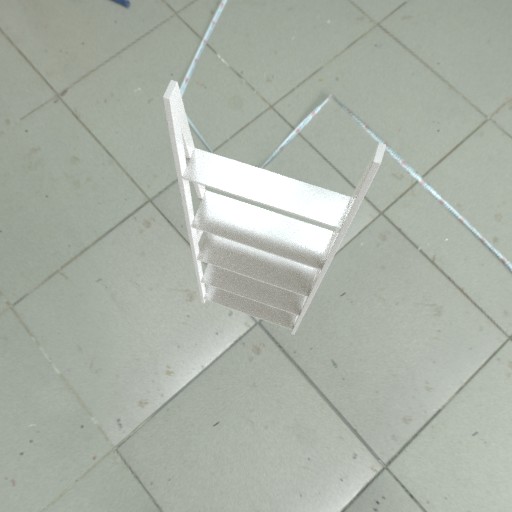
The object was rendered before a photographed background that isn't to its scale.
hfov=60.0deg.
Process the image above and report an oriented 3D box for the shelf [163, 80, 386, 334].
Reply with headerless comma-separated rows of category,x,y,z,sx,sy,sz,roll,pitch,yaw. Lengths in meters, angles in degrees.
shelf,0.000,0.000,2.042,0.636,1.779,0.341,18,75,5
